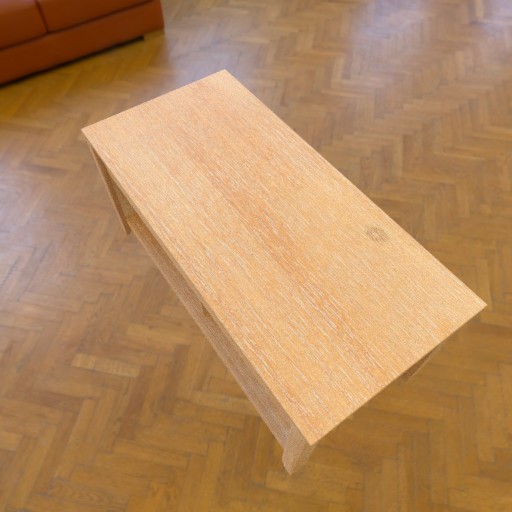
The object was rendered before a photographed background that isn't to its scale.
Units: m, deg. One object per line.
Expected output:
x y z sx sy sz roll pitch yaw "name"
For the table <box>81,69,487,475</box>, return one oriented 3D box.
0.000 0.000 1.280 0.483 0.457 1.016 -31 62 -19 "table"
